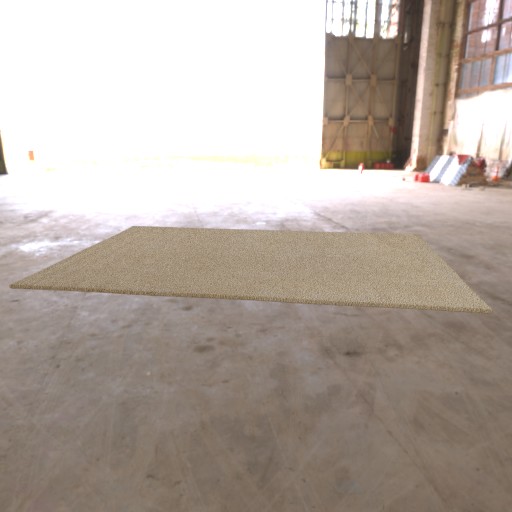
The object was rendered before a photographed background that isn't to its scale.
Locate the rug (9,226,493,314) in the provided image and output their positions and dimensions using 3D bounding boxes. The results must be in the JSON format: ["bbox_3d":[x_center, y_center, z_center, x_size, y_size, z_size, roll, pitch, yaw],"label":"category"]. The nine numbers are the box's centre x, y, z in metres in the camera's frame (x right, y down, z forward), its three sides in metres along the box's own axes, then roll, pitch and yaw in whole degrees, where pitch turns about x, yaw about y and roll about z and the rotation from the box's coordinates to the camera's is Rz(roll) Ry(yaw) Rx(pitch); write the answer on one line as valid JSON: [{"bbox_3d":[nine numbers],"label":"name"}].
[{"bbox_3d":[0.000,0.000,3.302,2.699,0.025,1.800,2,15,8],"label":"rug"}]
